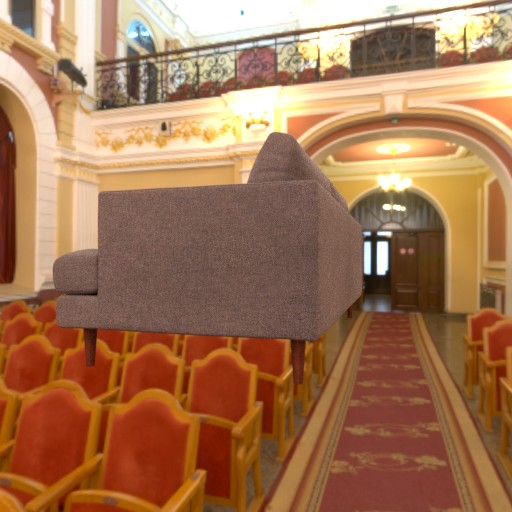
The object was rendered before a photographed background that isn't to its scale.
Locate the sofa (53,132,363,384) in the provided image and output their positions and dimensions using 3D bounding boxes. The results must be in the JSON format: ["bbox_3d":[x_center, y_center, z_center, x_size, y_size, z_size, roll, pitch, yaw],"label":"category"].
[{"bbox_3d":[0.000,0.000,2.450,1.020,0.868,1.948,0,-1,17],"label":"sofa"}]
